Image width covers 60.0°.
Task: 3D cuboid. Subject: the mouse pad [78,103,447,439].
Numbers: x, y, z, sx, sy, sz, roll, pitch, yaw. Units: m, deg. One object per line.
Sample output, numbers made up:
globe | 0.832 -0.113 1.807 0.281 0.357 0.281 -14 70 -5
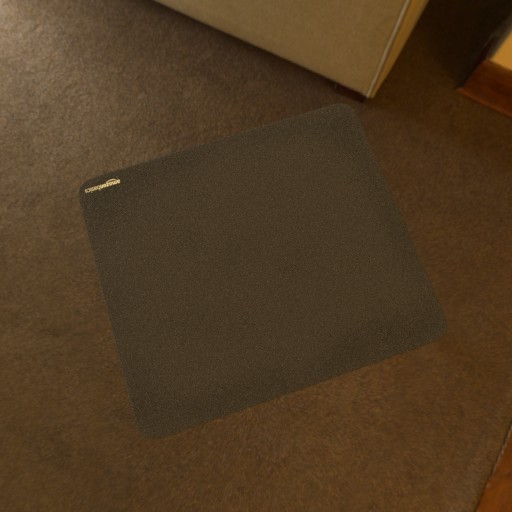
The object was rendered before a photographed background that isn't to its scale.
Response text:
mouse pad | 0.000 0.000 0.648 0.451 0.002 0.393 -18 77 -4
